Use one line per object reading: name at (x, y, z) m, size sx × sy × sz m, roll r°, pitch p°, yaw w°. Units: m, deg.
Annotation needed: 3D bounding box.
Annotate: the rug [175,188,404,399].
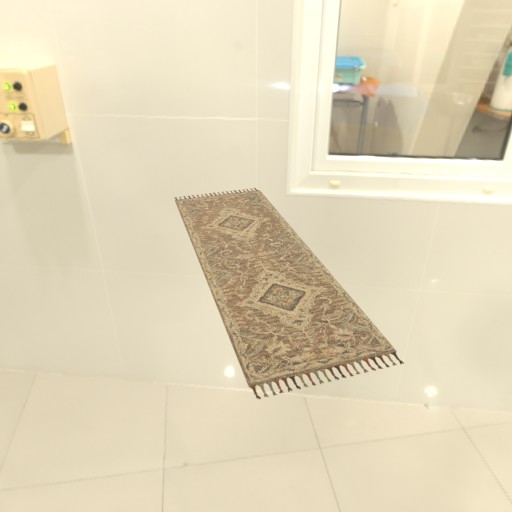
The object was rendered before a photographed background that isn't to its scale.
rug at (0.000, 0.000, 2.894) m, size 1.324 × 0.018 × 2.378 m, roll -1°, pitch 30°, yaw -1°
